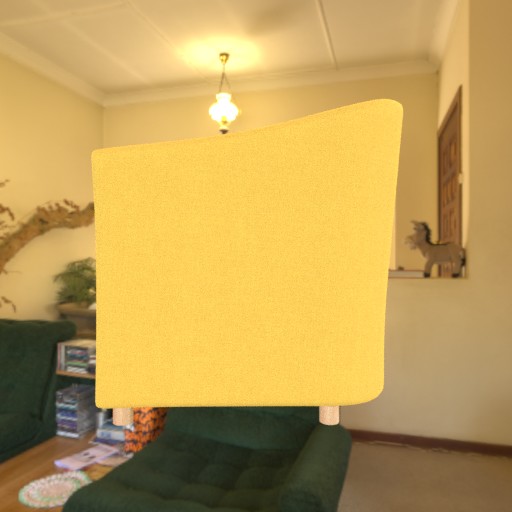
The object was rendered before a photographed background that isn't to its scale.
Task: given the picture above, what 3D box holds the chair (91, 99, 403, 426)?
[{"bbox_3d":[0.000,0.000,1.295,0.700,0.720,0.790,0,0,0],"label":"chair"}]
